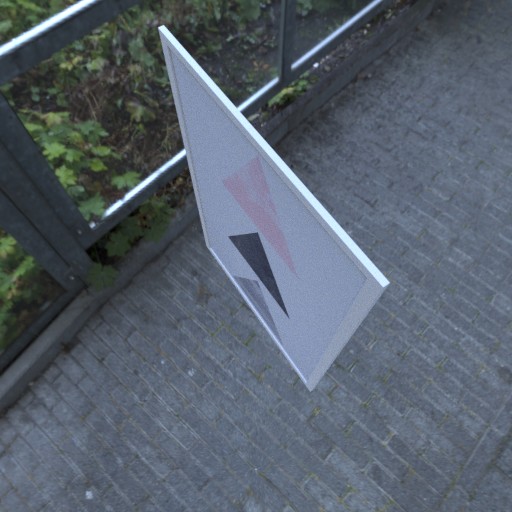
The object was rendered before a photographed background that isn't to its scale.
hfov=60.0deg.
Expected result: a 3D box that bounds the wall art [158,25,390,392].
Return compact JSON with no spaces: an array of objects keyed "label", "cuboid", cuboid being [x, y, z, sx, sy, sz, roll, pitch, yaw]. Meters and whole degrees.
[{"label":"wall art","cuboid":[0.000,0.000,1.171,0.013,0.940,0.659,-32,68,-14]}]
